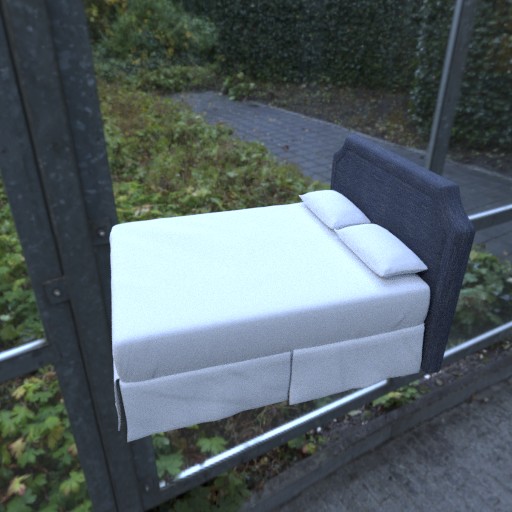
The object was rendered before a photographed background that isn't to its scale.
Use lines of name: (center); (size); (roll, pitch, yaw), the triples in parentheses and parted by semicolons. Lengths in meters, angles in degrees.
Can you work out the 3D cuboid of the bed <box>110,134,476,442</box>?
bed: (0.000, 0.000, 3.143); (2.116, 1.290, 1.693); (-8, 30, -14)
